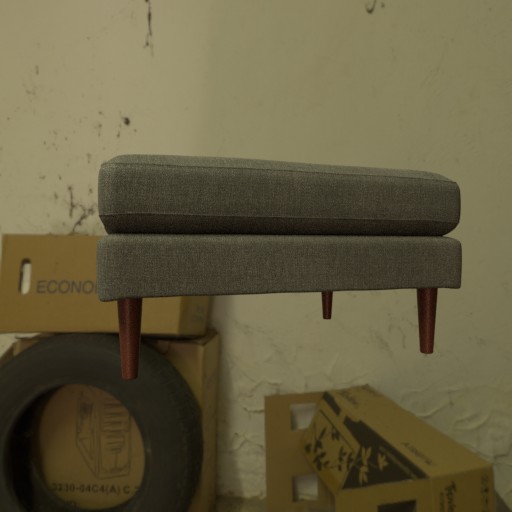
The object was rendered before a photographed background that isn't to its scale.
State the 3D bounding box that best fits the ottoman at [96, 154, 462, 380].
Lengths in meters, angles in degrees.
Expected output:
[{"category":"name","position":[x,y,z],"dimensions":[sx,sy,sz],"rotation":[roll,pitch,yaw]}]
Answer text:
[{"category":"ottoman","position":[0.000,0.000,1.246],"dimensions":[0.821,0.474,0.693],"rotation":[0,1,-18]}]
